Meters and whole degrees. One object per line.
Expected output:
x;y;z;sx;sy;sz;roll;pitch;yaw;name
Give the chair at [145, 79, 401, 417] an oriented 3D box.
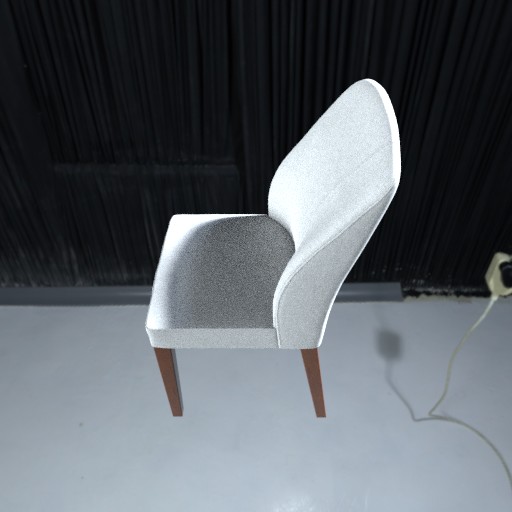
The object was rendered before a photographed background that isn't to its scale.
0.000;0.000;1.200;0.540;0.893;0.472;0;40;0;chair
